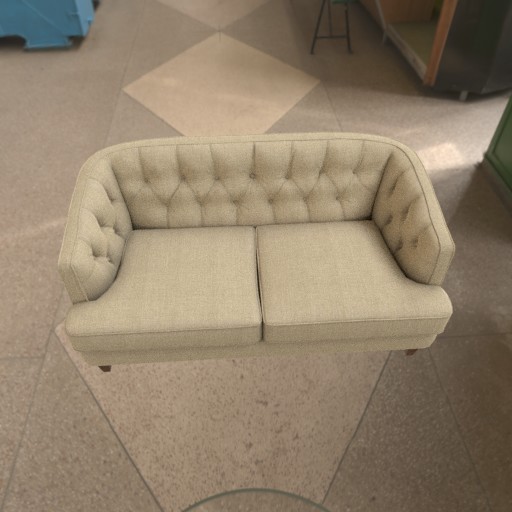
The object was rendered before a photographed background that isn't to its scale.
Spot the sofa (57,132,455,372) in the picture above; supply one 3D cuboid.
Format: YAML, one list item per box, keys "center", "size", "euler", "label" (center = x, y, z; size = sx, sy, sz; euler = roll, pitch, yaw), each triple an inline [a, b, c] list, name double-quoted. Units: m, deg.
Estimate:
- center: [0.000, 0.000, 2.258]
  size: [1.733, 0.855, 0.941]
  euler: [-3, 47, -2]
  label: "sofa"
